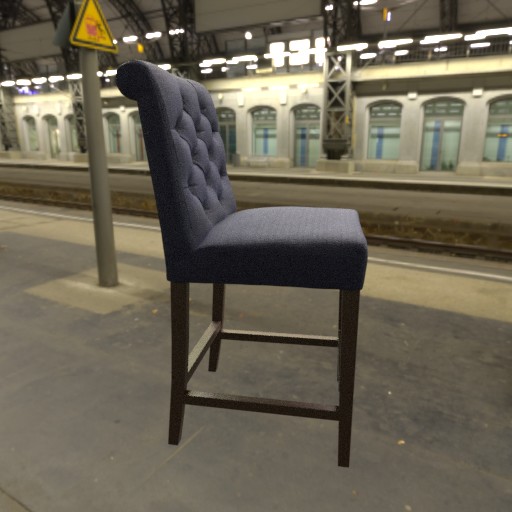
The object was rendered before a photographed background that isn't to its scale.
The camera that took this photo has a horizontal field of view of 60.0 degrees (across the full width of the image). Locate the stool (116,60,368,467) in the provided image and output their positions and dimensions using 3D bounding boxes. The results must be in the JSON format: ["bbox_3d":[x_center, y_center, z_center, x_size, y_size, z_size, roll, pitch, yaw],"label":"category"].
[{"bbox_3d":[0.000,0.000,1.294,0.601,1.010,0.493,3,15,10],"label":"stool"}]
